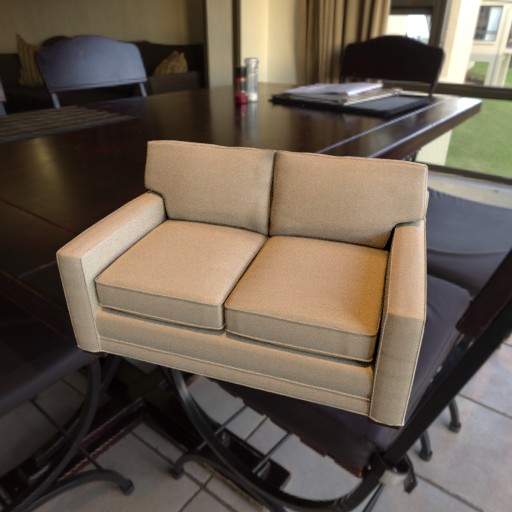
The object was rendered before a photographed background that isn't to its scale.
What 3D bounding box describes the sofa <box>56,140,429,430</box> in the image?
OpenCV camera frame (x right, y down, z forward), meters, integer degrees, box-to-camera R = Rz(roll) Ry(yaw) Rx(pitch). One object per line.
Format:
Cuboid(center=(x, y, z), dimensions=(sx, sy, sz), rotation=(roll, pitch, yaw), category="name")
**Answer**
Cuboid(center=(0.000, 0.000, 2.089), dimensions=(1.484, 0.853, 0.942), rotation=(9, 30, 16), category="sofa")
